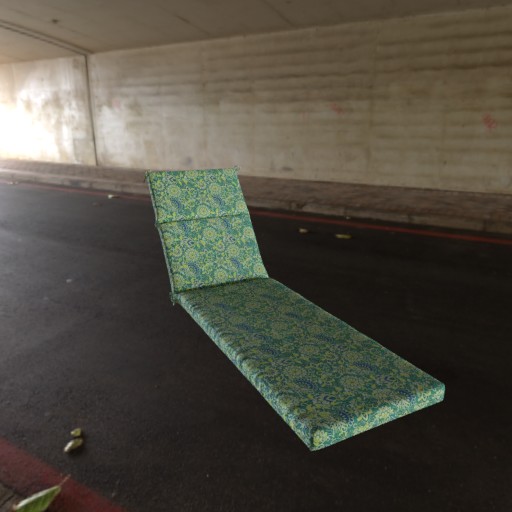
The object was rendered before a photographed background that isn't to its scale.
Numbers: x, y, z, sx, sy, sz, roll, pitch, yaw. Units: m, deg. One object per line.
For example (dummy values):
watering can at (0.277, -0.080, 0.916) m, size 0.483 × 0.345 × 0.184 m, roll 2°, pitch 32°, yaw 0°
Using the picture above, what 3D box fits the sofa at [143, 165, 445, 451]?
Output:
sofa at (0.000, 0.000, 1.929) m, size 0.582 × 0.622 × 1.663 m, roll -9°, pitch 19°, yaw -26°
